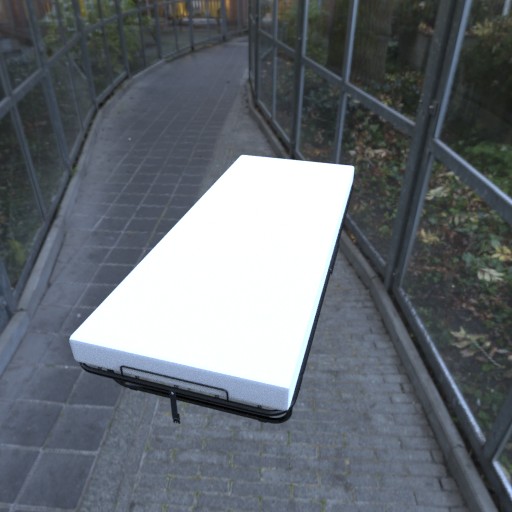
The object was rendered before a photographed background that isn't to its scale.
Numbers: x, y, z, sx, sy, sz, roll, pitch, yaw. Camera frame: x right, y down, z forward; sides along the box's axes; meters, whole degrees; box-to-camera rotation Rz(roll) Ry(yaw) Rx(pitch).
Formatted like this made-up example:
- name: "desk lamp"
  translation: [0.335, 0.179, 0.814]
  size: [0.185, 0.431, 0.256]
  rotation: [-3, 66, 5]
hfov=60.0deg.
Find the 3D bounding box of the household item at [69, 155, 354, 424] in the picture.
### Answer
- name: "household item"
  translation: [0.000, 0.000, 2.209]
  size: [0.787, 0.356, 1.905]
  rotation: [9, 33, 14]
